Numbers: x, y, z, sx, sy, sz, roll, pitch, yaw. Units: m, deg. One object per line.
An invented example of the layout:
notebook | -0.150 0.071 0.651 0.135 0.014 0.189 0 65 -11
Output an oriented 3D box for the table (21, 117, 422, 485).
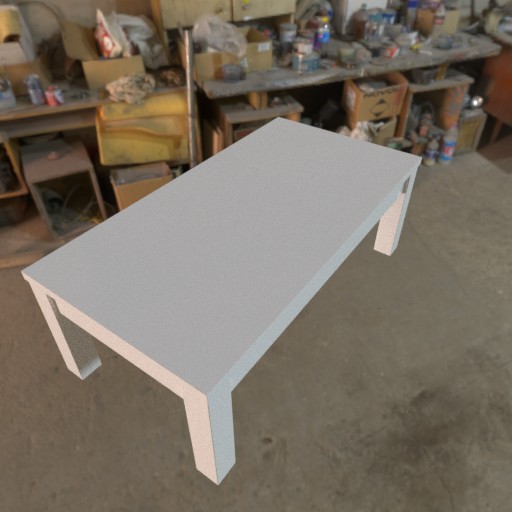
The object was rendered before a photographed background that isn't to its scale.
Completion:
table | 0.000 0.000 1.691 0.700 0.470 1.350 25 46 26
